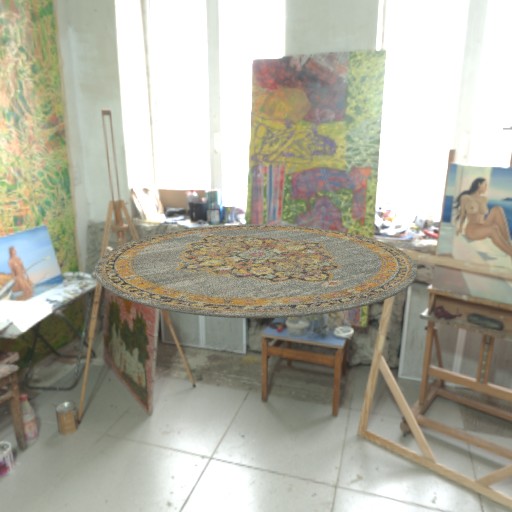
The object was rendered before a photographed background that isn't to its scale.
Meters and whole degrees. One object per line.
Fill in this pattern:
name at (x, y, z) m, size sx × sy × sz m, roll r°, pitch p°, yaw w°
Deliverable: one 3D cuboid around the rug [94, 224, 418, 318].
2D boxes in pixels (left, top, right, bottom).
rug at (0.000, 0.000, 3.463) m, size 2.382 × 0.014 × 2.382 m, roll 0°, pitch 16°, yaw 0°
